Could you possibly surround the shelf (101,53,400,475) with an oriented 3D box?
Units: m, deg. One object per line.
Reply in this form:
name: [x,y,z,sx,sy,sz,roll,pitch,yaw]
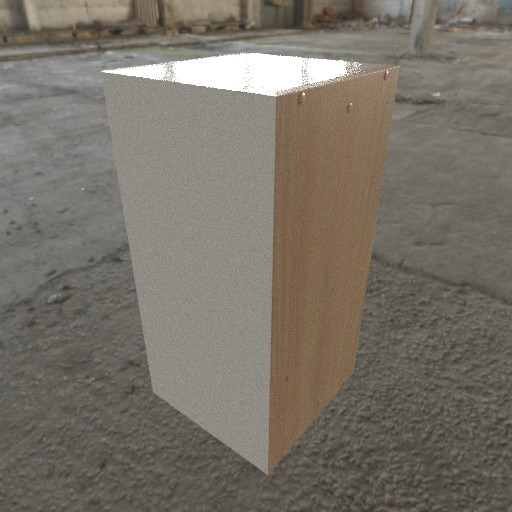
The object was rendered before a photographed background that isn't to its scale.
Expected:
shelf: [0.000,0.000,0.756,0.290,0.594,0.297,22,36,33]
